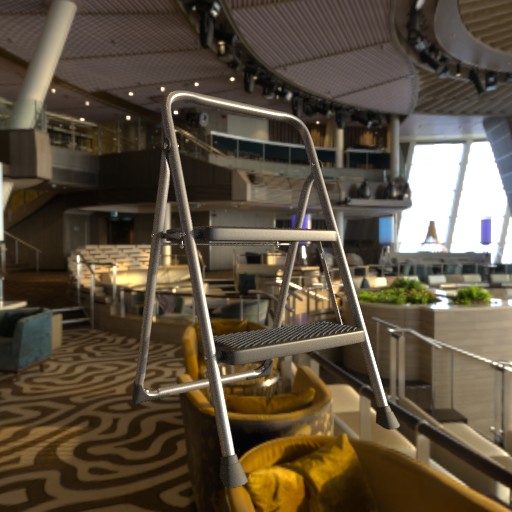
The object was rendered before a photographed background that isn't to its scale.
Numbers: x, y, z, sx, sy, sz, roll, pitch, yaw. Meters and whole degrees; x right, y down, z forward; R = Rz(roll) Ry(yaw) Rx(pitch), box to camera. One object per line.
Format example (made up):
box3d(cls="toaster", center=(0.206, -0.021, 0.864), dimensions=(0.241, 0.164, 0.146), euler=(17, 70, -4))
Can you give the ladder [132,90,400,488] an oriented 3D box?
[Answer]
box3d(cls="ladder", center=(0.000, 0.000, 1.001), dimensions=(0.430, 0.720, 0.472), euler=(-1, 2, -35))
